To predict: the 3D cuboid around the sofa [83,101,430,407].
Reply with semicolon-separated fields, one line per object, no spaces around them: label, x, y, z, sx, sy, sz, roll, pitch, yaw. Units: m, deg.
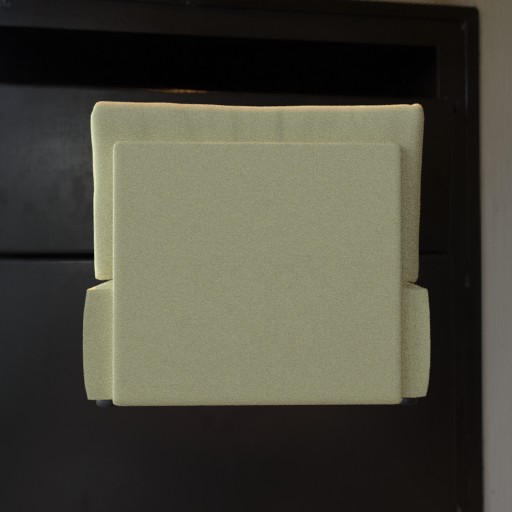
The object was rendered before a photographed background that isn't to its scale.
sofa;0.000;0.000;1.650;0.930;0.820;1.000;0;0;-1
